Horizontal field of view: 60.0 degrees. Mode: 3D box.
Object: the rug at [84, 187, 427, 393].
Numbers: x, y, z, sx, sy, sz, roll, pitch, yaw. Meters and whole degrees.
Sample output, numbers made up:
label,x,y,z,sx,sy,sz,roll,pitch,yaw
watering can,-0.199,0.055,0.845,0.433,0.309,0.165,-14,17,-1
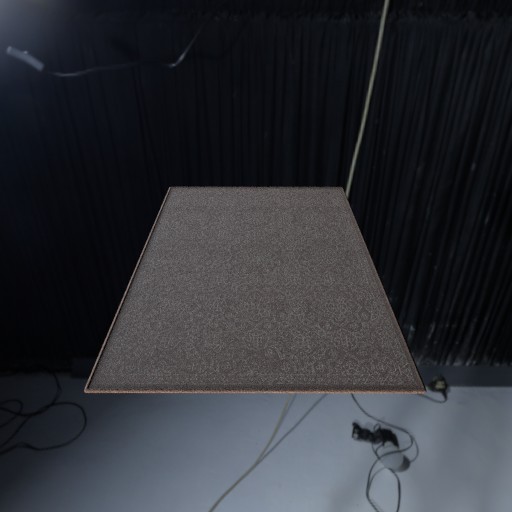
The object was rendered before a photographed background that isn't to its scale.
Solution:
label,x,y,z,sx,sy,sz,roll,pitch,yaw
rug,0.000,0.000,2.931,1.524,0.011,2.286,0,32,0
